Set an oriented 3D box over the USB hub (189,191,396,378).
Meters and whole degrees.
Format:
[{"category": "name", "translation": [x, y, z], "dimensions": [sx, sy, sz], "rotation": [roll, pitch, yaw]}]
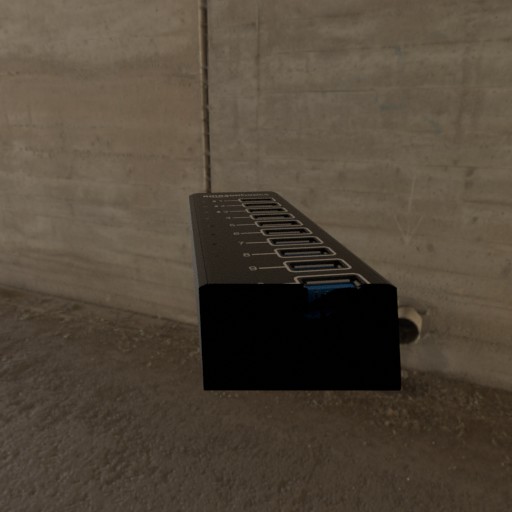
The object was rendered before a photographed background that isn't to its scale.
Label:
[{"category": "USB hub", "translation": [0.000, 0.000, 0.158], "dimensions": [0.044, 0.023, 0.145], "rotation": [-3, 18, -9]}]
